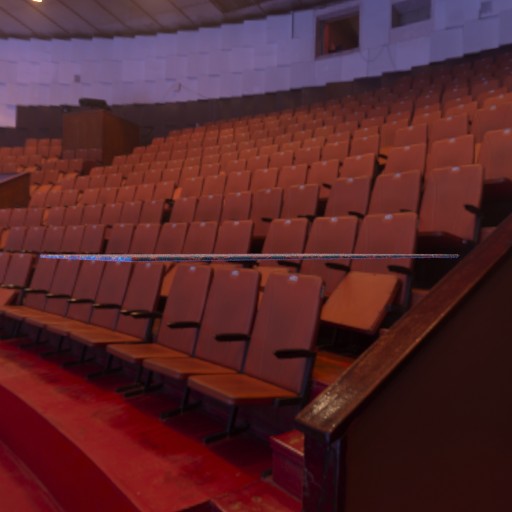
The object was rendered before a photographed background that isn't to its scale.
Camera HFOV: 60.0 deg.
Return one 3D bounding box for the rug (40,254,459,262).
[{"bbox_3d":[0.000,0.000,2.320,1.836,0.014,1.216,0,1,-37],"label":"rug"}]
